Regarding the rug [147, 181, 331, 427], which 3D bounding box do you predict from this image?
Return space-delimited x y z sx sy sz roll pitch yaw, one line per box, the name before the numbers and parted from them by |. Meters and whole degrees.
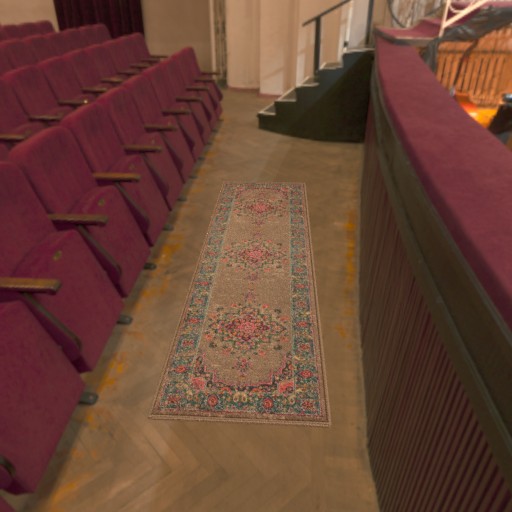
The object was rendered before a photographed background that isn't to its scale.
rug | 0.000 0.000 2.552 0.659 0.019 2.297 2 31 3
